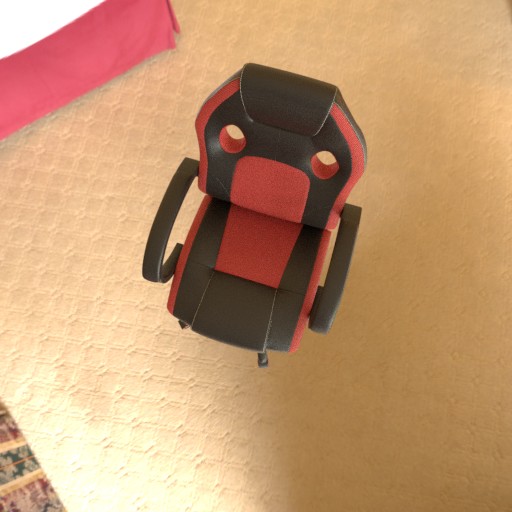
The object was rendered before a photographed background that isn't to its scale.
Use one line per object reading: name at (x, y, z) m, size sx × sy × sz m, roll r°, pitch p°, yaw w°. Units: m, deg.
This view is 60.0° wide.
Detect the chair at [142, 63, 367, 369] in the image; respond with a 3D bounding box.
chair at (0.000, 0.000, 1.675) m, size 0.750 × 1.189 × 0.783 m, roll 17°, pitch 76°, yaw 4°
